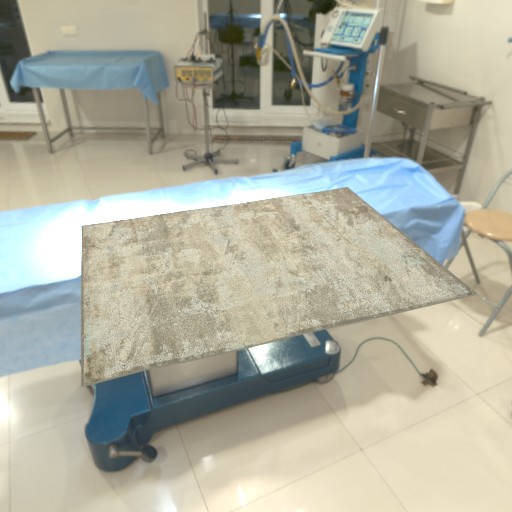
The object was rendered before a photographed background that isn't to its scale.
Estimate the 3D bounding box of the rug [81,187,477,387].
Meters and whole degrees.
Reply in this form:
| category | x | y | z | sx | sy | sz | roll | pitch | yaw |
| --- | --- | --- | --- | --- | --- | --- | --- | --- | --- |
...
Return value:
| category | x | y | z | sx | sy | sz | roll | pitch | yaw |
| --- | --- | --- | --- | --- | --- | --- | --- | --- | --- |
| rug | 0.000 | 0.000 | 4.412 | 3.307 | 0.013 | 2.393 | -10 | 34 | -15 |
